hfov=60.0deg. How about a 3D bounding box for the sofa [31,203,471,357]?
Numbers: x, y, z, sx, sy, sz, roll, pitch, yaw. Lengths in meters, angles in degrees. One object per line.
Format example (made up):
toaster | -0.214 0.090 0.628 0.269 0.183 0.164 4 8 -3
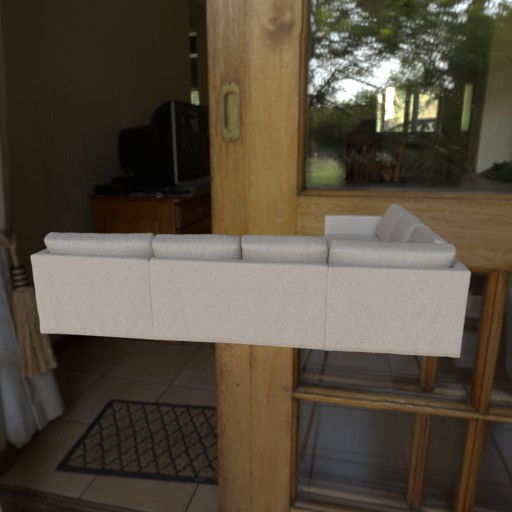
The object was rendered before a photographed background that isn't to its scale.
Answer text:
sofa | 0.000 0.000 4.617 3.460 0.882 2.427 2 15 7
